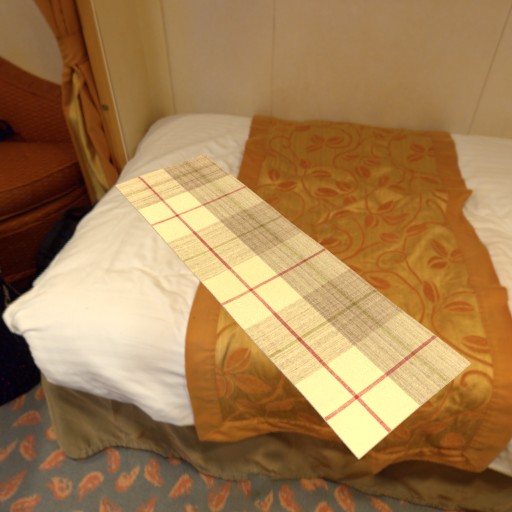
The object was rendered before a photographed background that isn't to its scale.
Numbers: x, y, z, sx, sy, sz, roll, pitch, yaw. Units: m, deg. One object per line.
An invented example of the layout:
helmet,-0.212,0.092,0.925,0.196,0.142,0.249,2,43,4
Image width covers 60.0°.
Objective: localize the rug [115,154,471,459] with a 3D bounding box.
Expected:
rug,0.000,0.000,2.671,0.762,0.013,2.439,-26,49,-26
